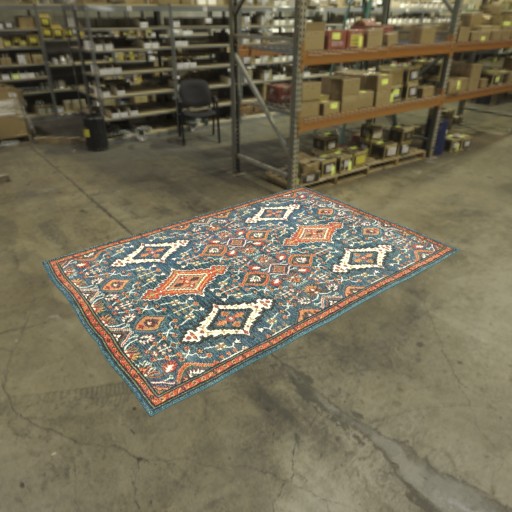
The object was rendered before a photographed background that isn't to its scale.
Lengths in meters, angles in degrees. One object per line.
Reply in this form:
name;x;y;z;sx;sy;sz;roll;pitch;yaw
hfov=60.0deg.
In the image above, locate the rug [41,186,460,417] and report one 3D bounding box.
rug;0.000;0.000;3.003;2.373;0.009;1.622;-21;35;-32
